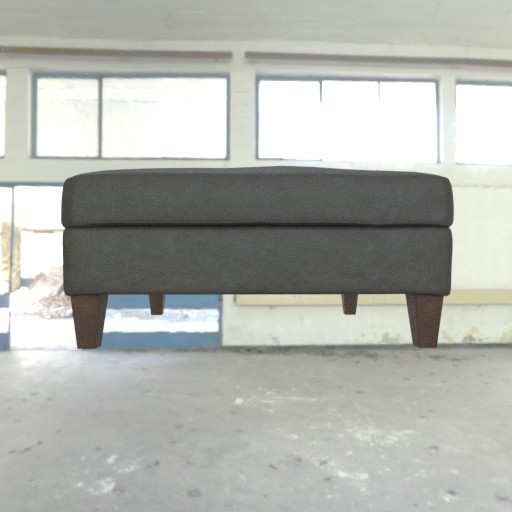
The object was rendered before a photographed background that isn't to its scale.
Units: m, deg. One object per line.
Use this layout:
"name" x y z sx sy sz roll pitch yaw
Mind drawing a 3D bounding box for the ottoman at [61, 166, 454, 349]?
"ottoman" 0.000 0.000 1.314 0.844 0.415 0.836 0 -2 -1
